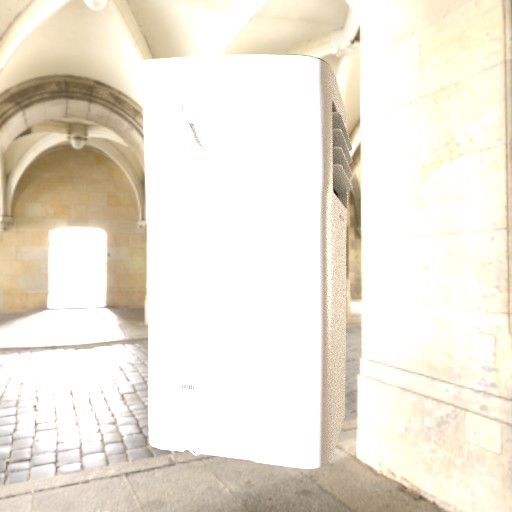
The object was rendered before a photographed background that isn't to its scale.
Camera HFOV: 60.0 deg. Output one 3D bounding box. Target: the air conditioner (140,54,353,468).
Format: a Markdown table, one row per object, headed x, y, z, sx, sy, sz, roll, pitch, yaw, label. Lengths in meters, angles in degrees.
| x | y | z | sx | sy | sz | roll | pitch | yaw | label |
| --- | --- | --- | --- | --- | --- | --- | --- | --- | --- |
| 0.000 | 0.000 | 0.901 | 0.369 | 0.716 | 0.352 | 0 | -1 | 17 | air conditioner |
